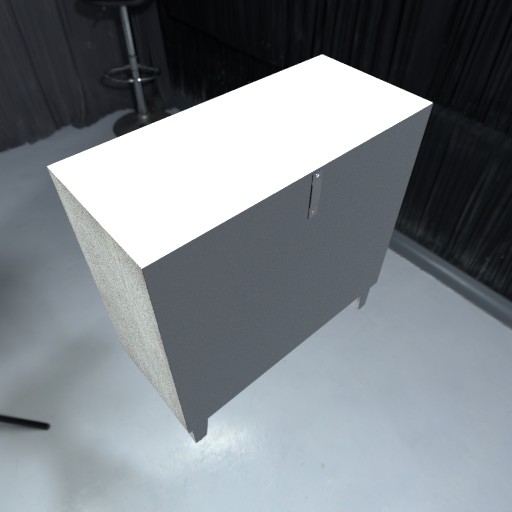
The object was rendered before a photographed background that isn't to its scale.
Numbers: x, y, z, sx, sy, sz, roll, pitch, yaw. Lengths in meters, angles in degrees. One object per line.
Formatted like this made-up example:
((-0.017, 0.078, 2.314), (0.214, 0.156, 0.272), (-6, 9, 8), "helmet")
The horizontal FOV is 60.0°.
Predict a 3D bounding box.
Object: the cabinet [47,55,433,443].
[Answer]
((0.000, 0.000, 1.239), (0.781, 0.787, 0.370), (-33, 55, -27), "cabinet")
